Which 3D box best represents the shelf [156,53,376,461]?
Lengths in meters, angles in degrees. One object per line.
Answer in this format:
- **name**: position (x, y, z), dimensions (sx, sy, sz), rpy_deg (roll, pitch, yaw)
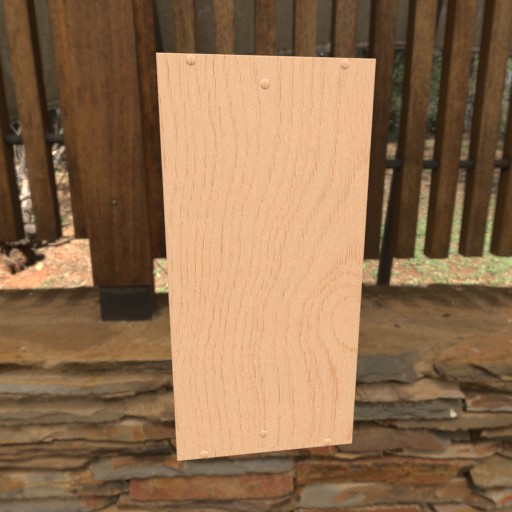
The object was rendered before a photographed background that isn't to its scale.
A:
- **shelf**: position (0.000, 0.000, 0.769), dimensions (0.290, 0.600, 0.250), rpy_deg (-2, 15, -8)
